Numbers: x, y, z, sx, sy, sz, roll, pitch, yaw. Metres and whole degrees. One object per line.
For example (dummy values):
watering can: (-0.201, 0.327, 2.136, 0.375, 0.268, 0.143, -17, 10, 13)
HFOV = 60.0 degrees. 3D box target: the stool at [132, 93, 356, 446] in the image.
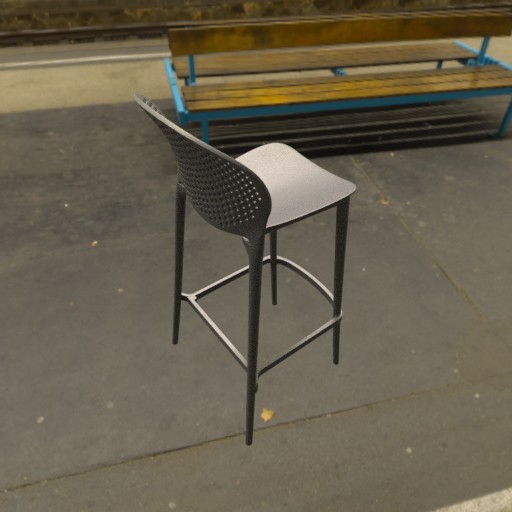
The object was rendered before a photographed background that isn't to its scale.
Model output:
stool: (0.000, 0.000, 1.379, 0.535, 1.045, 0.536, -25, 46, -27)
